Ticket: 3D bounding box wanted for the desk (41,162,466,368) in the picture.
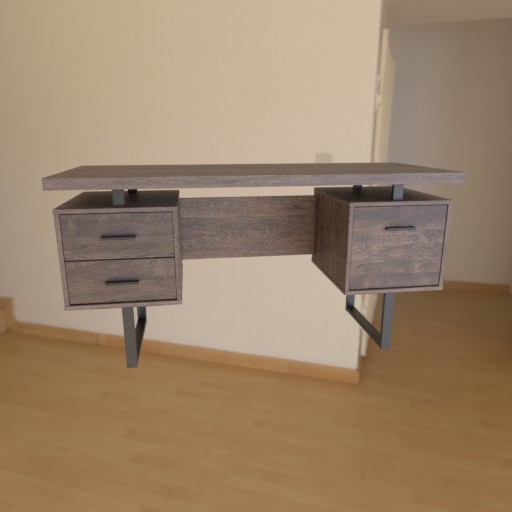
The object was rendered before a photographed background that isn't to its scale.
[{"bbox_3d":[0.000,0.000,1.961,1.524,0.760,0.600,-2,16,-8],"label":"desk"}]
